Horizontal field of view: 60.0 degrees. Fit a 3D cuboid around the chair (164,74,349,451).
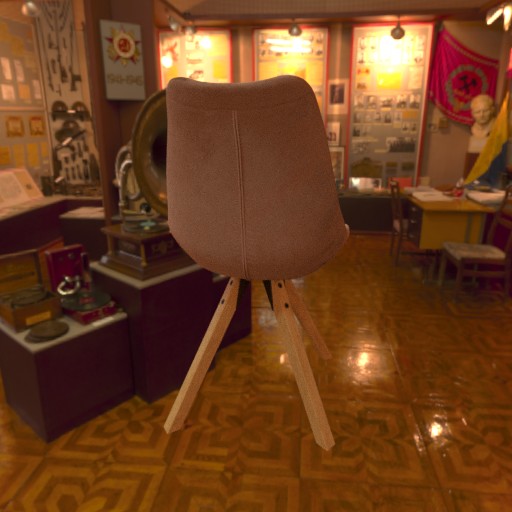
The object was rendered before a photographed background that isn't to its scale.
[{"bbox_3d":[0.000,0.000,1.177,0.485,0.850,0.550,3,18,8],"label":"chair"}]
